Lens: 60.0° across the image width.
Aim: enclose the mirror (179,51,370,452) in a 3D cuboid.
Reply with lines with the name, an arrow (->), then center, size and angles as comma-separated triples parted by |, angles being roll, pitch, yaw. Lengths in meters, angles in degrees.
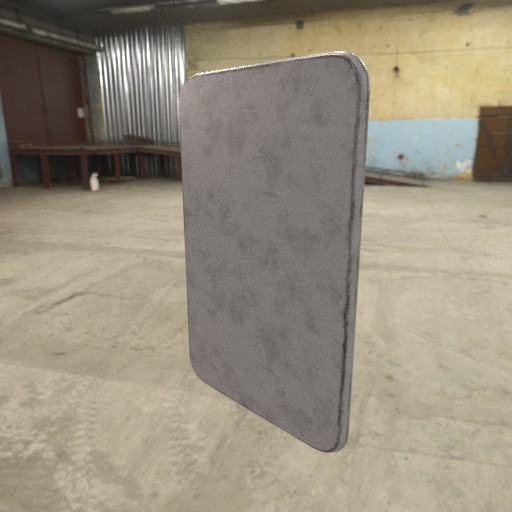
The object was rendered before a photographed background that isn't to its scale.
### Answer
mirror -> 0.000, 0.000, 0.883 | 0.461, 0.713, 0.024 | 14, 21, 43
